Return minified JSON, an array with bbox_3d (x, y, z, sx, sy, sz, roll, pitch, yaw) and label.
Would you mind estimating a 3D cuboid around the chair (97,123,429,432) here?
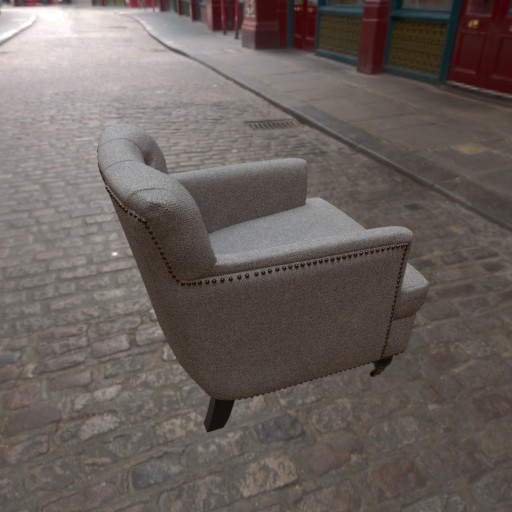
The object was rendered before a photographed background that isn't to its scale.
[{"bbox_3d":[0.000,0.000,1.510,0.902,0.823,0.737,-11,32,-18],"label":"chair"}]
